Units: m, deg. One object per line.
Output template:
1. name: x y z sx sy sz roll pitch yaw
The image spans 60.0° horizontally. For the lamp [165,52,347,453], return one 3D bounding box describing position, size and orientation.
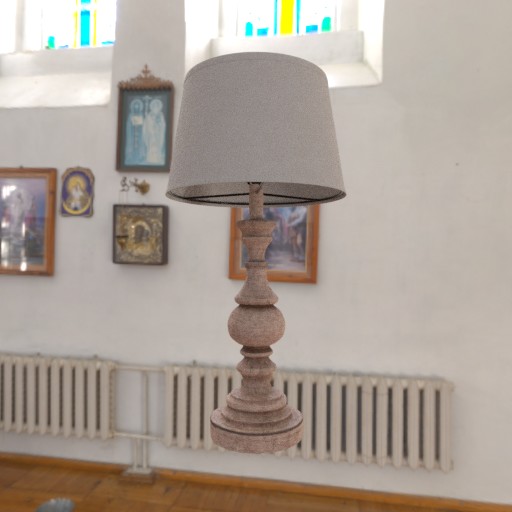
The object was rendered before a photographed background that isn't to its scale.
1. lamp: 0.000 0.000 0.847 0.340 0.678 0.340 0 -1 0
